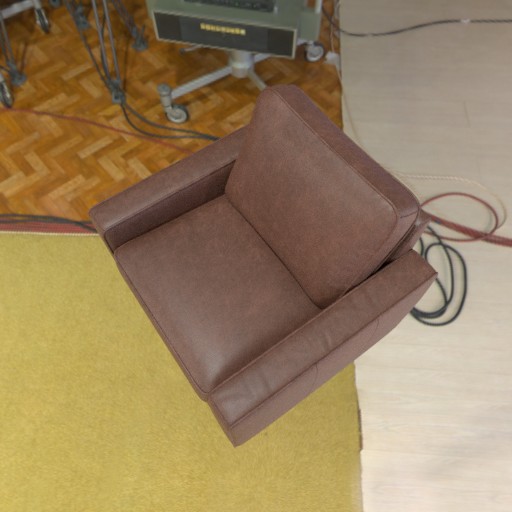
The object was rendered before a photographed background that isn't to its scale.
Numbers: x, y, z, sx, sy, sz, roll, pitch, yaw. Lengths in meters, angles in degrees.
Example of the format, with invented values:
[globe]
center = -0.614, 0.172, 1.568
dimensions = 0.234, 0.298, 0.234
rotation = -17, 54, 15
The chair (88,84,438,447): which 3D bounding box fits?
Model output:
[chair]
center = 0.000, 0.000, 1.744
dimensions = 0.940, 0.919, 1.017
rotation = -32, 66, -16
